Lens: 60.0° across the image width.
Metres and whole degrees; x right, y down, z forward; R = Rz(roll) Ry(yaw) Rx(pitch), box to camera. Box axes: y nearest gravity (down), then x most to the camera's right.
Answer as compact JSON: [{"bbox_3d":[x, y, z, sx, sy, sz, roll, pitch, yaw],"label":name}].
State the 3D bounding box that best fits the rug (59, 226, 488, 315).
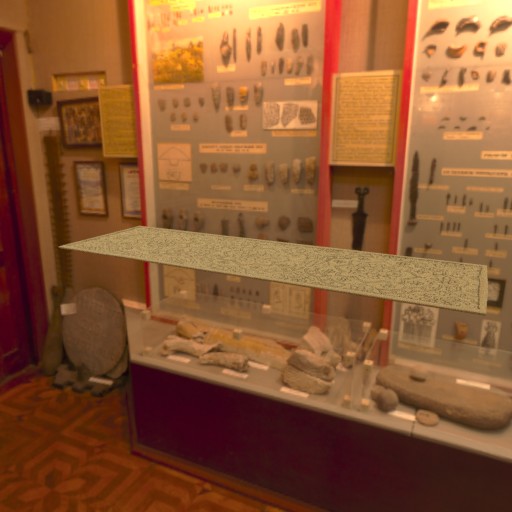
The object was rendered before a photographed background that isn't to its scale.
[{"bbox_3d":[0.000,0.000,2.619,2.448,0.012,0.769,8,17,26],"label":"rug"}]
